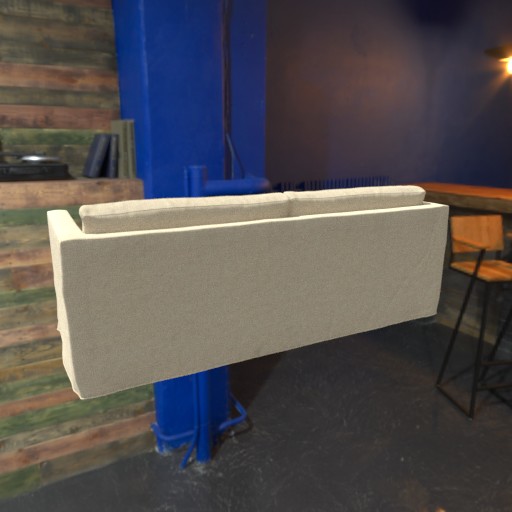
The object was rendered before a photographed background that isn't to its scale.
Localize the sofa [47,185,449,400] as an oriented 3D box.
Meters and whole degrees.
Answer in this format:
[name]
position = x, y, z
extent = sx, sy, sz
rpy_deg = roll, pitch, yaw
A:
[sofa]
position = 0.000, 0.000, 2.757
extent = 2.312, 0.853, 0.962
rpy_deg = -7, 16, -27
